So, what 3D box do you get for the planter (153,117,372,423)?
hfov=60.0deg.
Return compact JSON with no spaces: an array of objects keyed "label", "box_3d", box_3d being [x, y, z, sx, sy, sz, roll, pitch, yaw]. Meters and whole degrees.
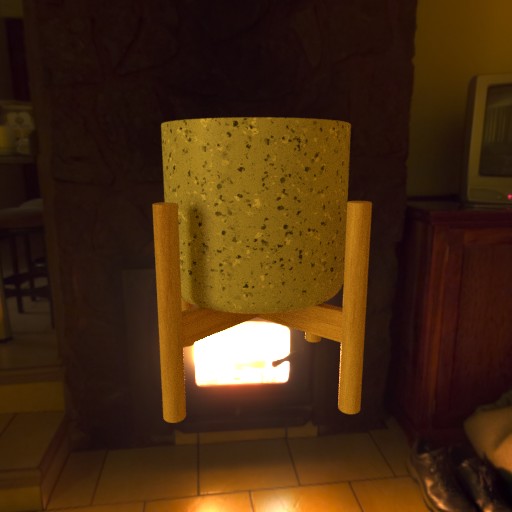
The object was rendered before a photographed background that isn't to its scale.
[{"label":"planter","box_3d":[0.000,0.000,0.565,0.284,0.320,0.284,-6,14,-27]}]
